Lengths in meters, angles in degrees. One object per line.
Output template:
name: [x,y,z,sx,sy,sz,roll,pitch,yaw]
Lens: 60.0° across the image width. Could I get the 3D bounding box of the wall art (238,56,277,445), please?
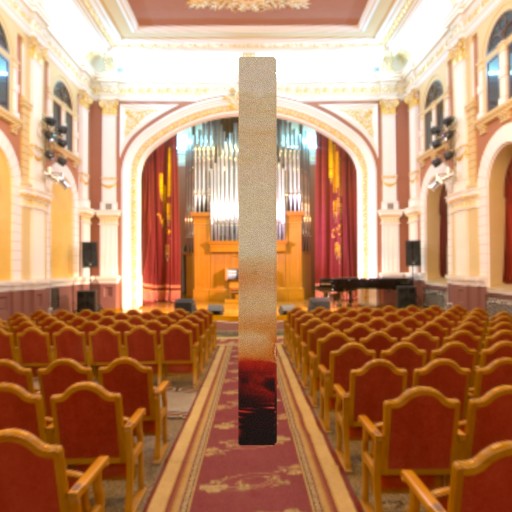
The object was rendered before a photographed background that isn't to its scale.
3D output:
wall art: [0.000,0.000,0.763,0.040,0.402,0.613,0,-1,0]
